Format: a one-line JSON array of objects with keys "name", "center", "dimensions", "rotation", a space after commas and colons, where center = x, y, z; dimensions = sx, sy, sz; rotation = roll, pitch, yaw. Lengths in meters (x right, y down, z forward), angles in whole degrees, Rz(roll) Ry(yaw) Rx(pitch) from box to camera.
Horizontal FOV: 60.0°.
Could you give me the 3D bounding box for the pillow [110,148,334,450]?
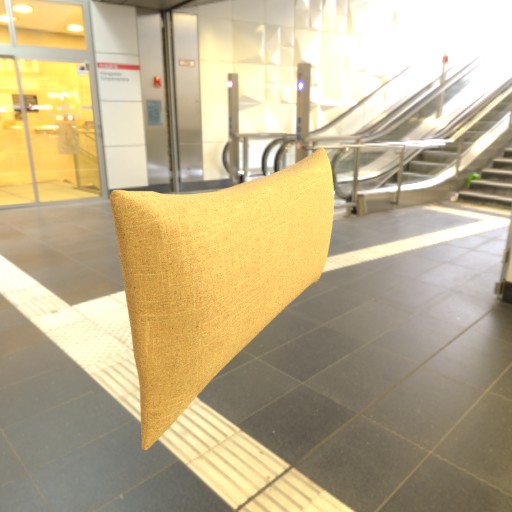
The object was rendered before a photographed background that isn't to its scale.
[{"name": "pillow", "center": [0.000, 0.000, 1.011], "dimensions": [0.197, 0.429, 0.859], "rotation": [9, 19, 25]}]
